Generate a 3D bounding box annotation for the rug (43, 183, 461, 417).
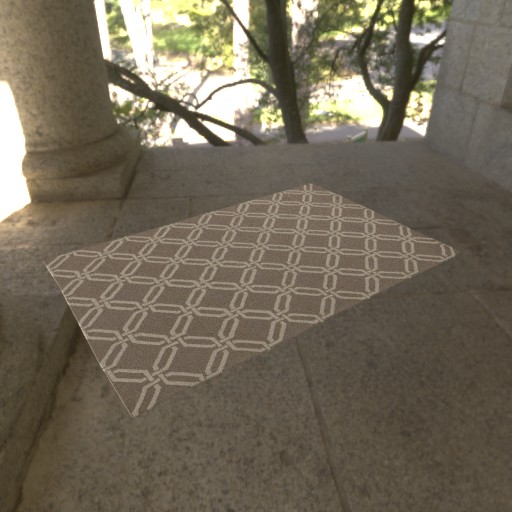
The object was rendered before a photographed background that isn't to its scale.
[{"bbox_3d":[0.000,0.000,2.189,1.748,0.010,1.142,-20,36,-30],"label":"rug"}]
